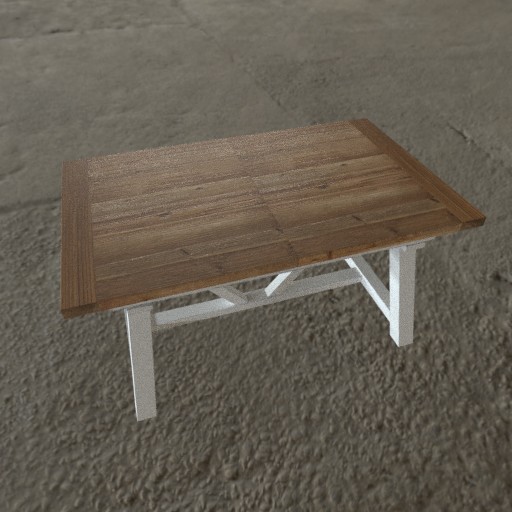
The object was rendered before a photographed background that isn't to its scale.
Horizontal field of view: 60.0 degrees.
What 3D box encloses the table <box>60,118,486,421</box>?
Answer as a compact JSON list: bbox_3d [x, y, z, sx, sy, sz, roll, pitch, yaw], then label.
[{"bbox_3d":[0.000,0.000,2.046,1.503,0.743,0.922,-12,42,-13],"label":"table"}]
